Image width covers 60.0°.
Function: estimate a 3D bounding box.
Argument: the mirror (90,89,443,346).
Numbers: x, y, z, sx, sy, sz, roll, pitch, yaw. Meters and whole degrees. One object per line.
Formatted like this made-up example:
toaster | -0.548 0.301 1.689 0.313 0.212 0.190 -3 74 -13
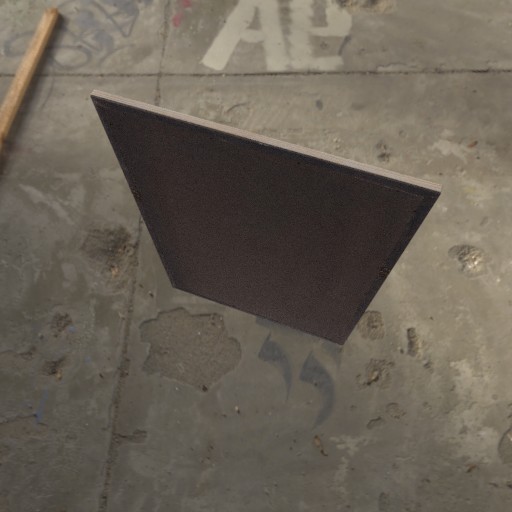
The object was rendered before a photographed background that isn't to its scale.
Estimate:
mirror | 0.000 0.000 1.287 0.705 0.996 0.025 18 65 9
